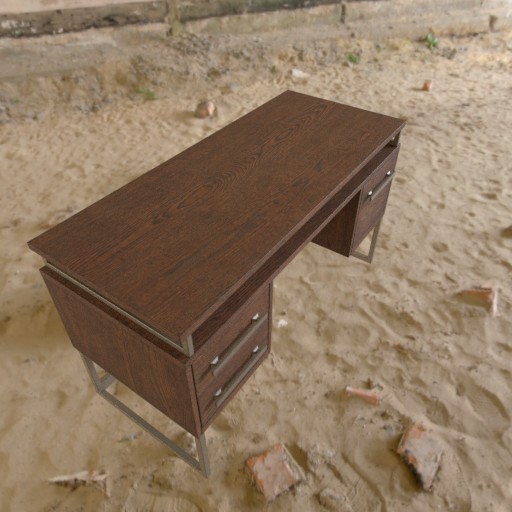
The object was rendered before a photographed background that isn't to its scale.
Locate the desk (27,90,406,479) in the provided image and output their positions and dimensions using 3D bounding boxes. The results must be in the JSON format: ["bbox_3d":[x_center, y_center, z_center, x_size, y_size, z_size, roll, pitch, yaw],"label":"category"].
[{"bbox_3d":[0.000,0.000,1.806,0.610,0.792,1.384,25,47,26],"label":"desk"}]
